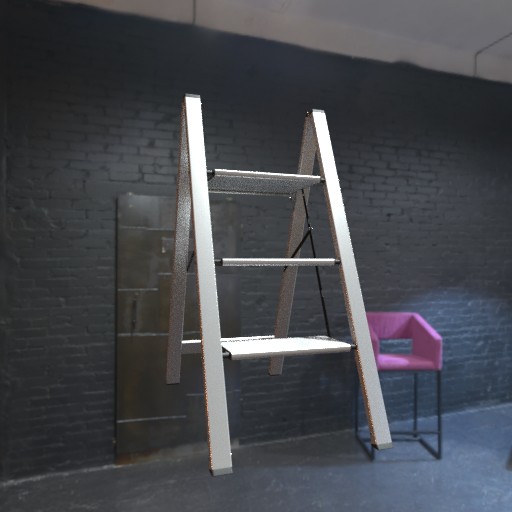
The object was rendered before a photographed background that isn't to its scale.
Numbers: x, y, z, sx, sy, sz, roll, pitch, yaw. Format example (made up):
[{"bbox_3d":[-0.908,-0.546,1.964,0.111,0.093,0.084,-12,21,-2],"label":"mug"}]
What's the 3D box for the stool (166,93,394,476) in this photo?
[{"bbox_3d":[0.000,0.000,1.315,0.441,0.902,0.730,0,-1,-19],"label":"stool"}]
